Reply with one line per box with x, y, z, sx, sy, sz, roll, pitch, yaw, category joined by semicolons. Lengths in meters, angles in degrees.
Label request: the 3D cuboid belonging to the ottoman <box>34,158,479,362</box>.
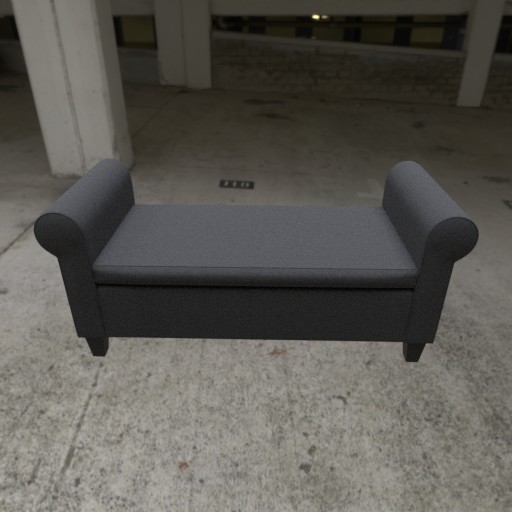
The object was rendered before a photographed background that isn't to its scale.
0.000;0.000;1.569;1.256;0.547;0.521;1;29;1;ottoman
